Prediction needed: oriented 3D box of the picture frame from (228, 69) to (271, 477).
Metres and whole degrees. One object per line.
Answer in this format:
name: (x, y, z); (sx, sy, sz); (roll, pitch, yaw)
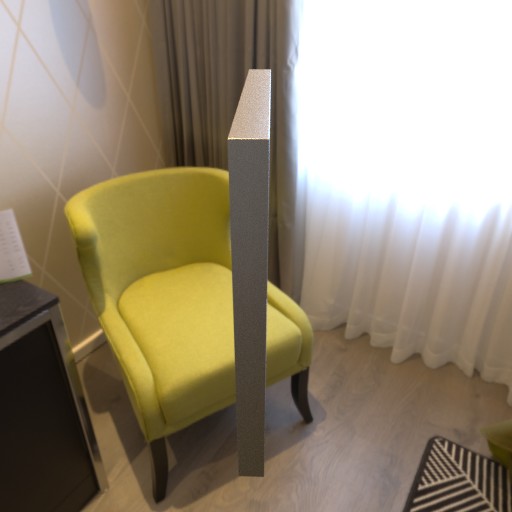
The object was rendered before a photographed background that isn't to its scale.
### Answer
picture frame: (0.000, 0.000, 1.379); (0.073, 0.968, 0.839); (1, 30, 2)
